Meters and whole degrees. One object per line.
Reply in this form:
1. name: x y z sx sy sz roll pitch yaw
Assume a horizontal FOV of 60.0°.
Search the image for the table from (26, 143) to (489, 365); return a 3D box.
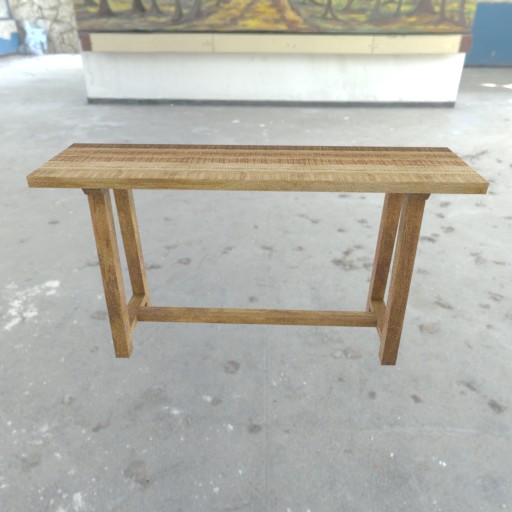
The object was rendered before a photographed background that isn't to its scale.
1. table: 0.000 0.000 1.833 1.524 0.810 0.405 1 30 2
